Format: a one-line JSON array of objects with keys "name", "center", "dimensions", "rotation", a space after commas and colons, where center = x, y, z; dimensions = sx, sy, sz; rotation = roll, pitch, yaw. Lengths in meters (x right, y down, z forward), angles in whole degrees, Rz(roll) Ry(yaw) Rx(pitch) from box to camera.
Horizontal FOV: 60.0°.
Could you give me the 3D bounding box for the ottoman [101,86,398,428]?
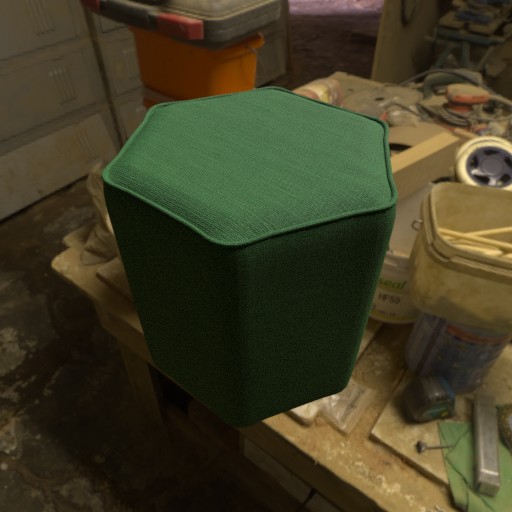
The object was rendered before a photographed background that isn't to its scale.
[{"name": "ottoman", "center": [0.000, 0.000, 0.882], "dimensions": [0.499, 0.507, 0.444], "rotation": [29, 50, 27]}]
